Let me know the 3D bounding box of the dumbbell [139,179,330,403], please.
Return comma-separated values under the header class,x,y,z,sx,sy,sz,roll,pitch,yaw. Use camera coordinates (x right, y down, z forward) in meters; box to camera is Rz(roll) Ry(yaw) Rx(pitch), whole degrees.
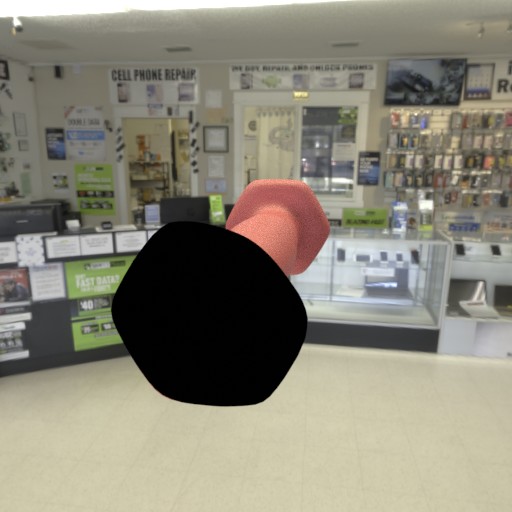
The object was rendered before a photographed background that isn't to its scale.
class,x,y,z,sx,sy,sz,roll,pitch,yaw
dumbbell,0.000,0.000,0.148,0.047,0.043,0.123,3,14,10
